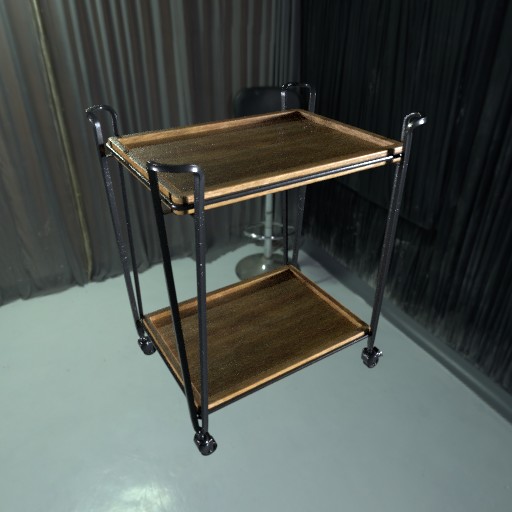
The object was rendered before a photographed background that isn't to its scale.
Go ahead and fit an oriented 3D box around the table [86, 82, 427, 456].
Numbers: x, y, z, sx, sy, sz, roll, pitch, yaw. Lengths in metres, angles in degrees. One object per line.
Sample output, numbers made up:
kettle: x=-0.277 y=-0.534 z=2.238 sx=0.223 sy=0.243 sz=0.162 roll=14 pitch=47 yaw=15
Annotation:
table: x=0.000 y=0.000 z=1.227 sx=0.672 sy=0.785 sz=0.505 roll=-18 pitch=36 yaw=-27
